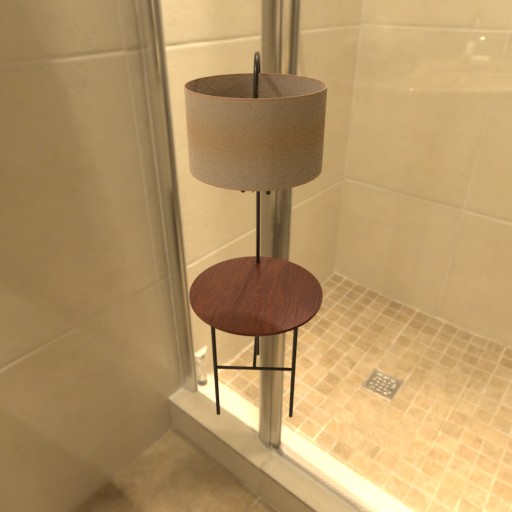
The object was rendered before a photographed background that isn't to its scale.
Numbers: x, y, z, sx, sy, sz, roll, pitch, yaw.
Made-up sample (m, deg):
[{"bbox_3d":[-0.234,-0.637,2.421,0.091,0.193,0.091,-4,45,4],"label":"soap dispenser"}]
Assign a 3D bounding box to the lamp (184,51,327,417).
[{"bbox_3d":[0.000,0.000,1.828,0.573,1.517,0.573,0,31,0],"label":"lamp"}]
